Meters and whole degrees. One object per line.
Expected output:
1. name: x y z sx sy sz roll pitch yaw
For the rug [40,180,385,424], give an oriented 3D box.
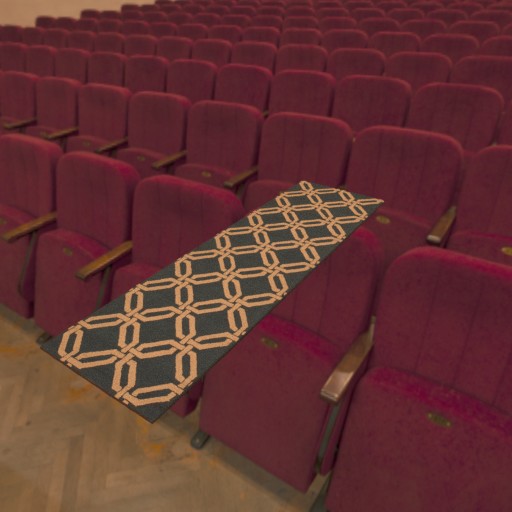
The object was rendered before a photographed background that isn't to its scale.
1. rug: 0.000 0.000 2.523 0.678 0.014 2.276 20 37 29
